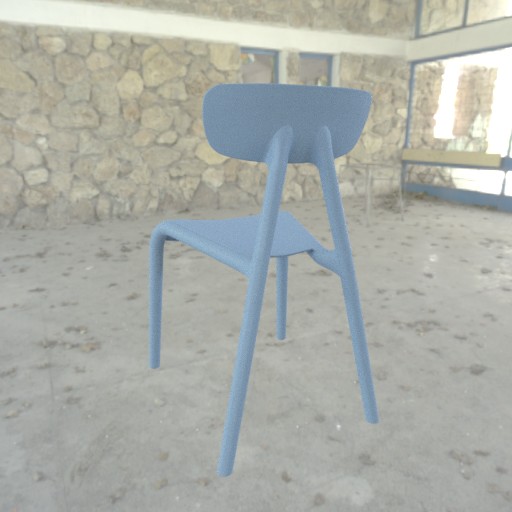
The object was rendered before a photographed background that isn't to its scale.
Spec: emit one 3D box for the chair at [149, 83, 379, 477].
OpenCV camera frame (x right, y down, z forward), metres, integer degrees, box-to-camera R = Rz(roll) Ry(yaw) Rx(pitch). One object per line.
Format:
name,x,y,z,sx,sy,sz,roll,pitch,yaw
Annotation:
chair,0.000,0.000,0.848,0.356,0.580,0.401,-7,17,-25
